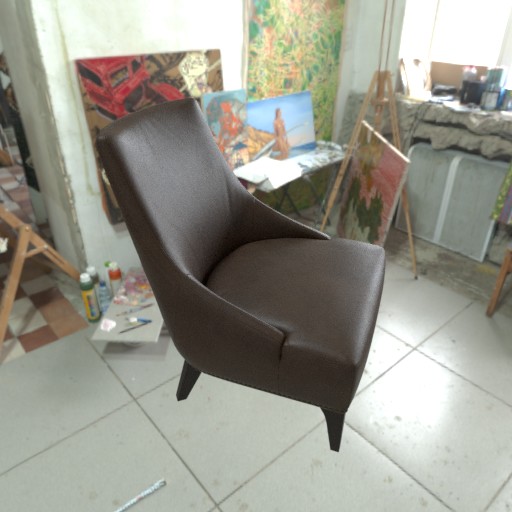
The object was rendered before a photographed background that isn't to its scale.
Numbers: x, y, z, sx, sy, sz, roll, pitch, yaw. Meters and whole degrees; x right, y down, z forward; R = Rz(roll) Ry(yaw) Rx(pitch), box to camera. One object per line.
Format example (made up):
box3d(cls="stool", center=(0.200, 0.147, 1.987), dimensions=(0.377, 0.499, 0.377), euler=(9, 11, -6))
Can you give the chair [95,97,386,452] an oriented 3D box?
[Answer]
box3d(cls="chair", center=(0.000, 0.000, 1.527), dimensions=(0.861, 0.909, 0.701), euler=(11, 33, 17))
